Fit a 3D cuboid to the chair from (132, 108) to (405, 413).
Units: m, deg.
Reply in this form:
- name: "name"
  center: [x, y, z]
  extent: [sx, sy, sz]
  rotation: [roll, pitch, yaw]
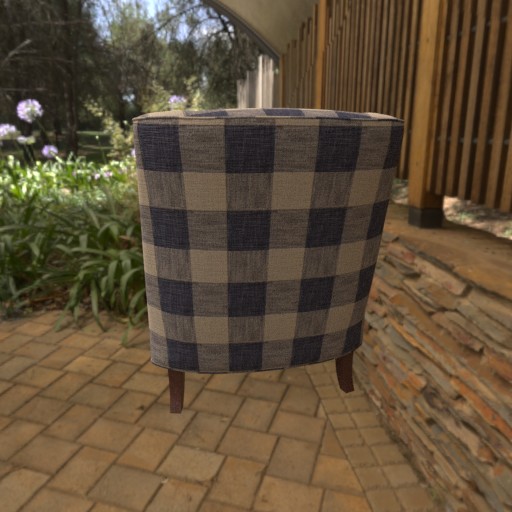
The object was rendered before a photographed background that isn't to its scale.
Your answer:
- name: "chair"
  center: [0.000, 0.000, 1.715]
  extent: [0.830, 1.041, 0.889]
  rotation: [-3, 15, -12]
